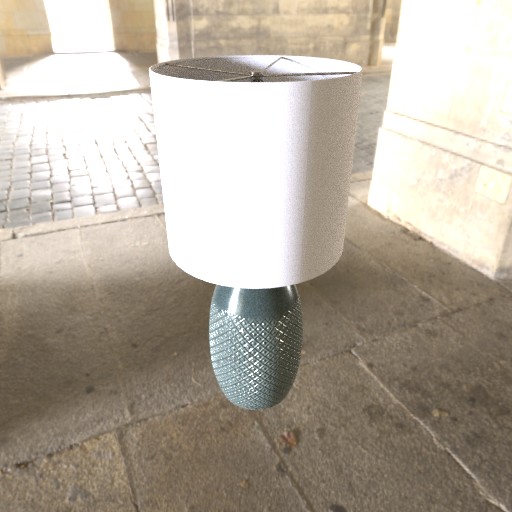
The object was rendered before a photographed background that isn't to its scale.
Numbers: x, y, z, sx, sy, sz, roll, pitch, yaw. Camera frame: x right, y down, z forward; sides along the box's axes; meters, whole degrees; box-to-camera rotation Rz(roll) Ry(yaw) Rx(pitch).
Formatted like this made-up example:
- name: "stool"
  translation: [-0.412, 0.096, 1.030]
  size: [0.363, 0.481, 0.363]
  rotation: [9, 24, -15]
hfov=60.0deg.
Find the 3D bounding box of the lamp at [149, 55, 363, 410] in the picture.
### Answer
- name: "lamp"
  translation: [0.000, 0.000, 0.571]
  size: [0.217, 0.453, 0.217]
  rotation: [10, 31, 17]
